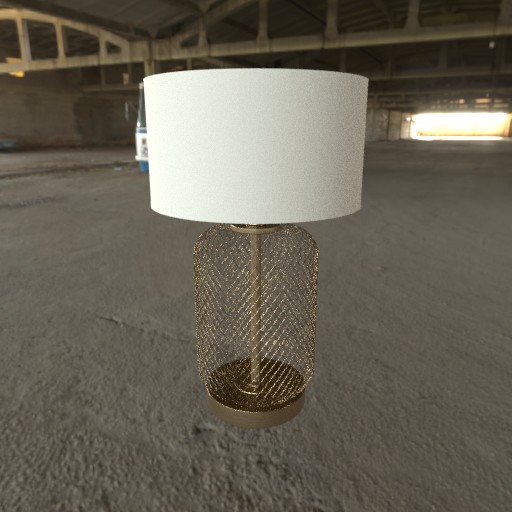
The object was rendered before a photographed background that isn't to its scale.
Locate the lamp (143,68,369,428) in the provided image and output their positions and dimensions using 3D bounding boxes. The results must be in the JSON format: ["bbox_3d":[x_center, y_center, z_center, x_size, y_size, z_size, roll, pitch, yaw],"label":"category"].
[{"bbox_3d":[0.000,0.000,0.790,0.353,0.578,0.353,0,16,0],"label":"lamp"}]
